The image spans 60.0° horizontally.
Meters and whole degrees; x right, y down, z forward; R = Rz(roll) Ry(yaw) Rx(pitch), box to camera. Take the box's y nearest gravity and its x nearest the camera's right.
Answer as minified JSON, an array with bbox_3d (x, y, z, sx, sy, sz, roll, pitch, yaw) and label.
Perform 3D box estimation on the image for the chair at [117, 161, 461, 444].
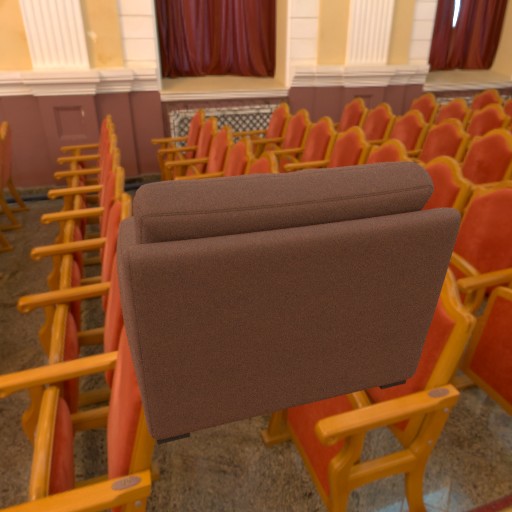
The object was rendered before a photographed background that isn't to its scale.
[{"bbox_3d":[0.000,0.000,1.945,1.168,0.940,1.143,-8,27,-16],"label":"chair"}]
